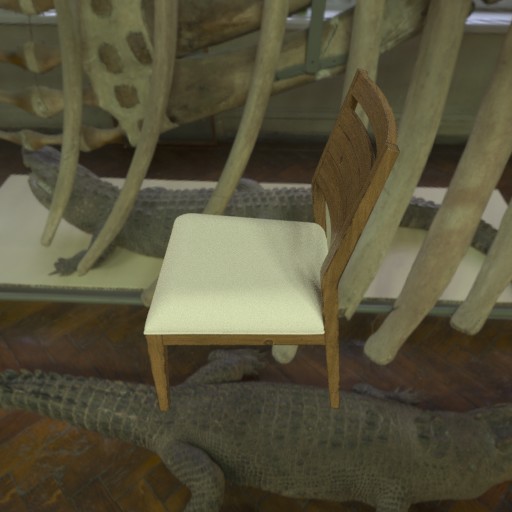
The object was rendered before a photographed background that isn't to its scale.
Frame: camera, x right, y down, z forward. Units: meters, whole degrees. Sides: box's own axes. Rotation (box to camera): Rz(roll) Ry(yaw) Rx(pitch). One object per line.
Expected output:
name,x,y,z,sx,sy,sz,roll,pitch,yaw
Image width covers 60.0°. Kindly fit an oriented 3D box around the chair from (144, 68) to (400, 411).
chair,0.000,0.000,1.306,0.610,0.939,0.497,1,42,2
